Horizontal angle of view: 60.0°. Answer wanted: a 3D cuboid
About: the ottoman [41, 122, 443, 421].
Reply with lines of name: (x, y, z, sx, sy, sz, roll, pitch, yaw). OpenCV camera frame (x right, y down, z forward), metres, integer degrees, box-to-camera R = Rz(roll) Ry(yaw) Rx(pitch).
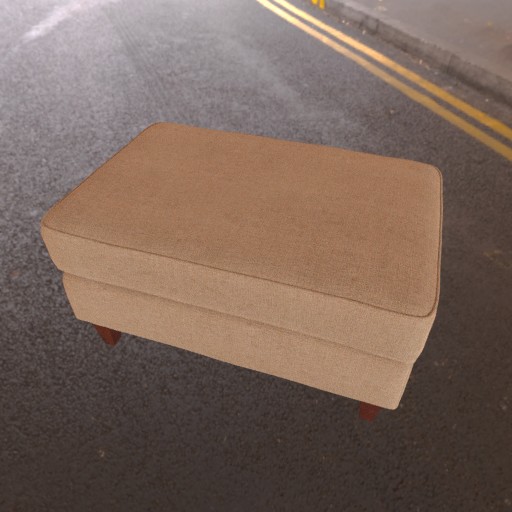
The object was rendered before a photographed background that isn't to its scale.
ottoman: (0.000, 0.000, 1.202, 0.862, 0.484, 0.583, 12, 43, 14)
